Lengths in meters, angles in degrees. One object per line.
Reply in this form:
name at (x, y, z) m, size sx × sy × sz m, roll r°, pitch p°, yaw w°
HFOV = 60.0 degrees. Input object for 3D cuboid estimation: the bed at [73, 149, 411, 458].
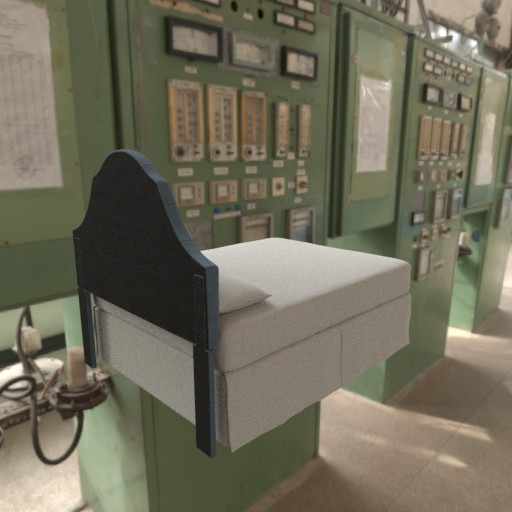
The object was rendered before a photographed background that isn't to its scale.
bed at (0.000, 0.000, 3.398) m, size 2.155 × 1.575 × 1.636 m, roll -13°, pitch 18°, yaw -43°
